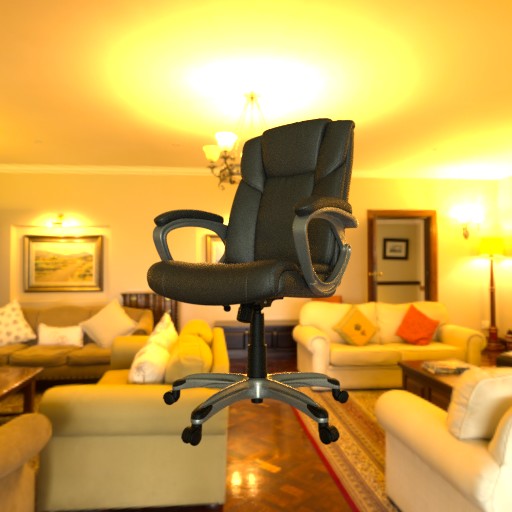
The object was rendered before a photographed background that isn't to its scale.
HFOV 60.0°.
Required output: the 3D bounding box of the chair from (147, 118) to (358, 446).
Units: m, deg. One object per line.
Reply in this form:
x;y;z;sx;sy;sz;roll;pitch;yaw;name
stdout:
0.000;0.000;1.600;0.721;1.130;0.719;-1;-1;36;chair
